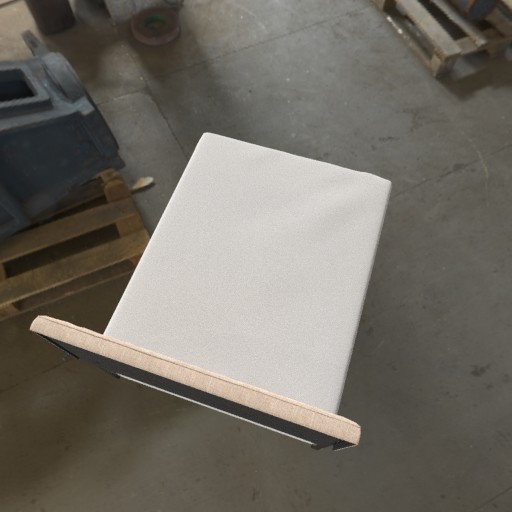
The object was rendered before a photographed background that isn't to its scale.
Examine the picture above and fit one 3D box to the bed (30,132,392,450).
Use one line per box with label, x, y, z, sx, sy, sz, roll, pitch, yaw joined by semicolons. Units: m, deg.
bed;0.000;0.000;2.942;1.643;1.270;1.978;17;65;8
